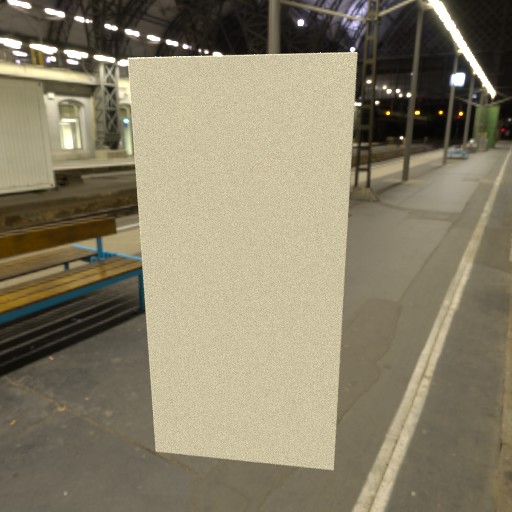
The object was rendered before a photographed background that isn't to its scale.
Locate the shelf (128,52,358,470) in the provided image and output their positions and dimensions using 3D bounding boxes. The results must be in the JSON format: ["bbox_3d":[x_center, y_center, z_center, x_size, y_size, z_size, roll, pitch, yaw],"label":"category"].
[{"bbox_3d":[0.000,0.000,0.766,0.290,0.594,0.297,2,16,8],"label":"shelf"}]
